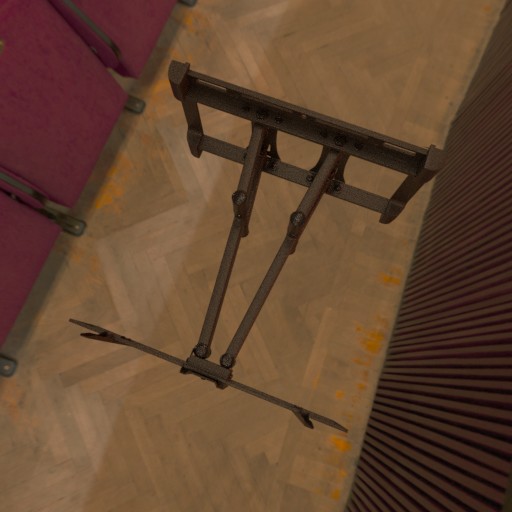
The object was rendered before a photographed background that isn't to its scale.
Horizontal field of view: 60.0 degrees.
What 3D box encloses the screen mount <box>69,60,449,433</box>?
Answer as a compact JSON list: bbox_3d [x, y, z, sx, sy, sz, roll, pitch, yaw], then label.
[{"bbox_3d":[0.000,0.000,1.117,0.661,0.491,0.644,20,77,5],"label":"screen mount"}]
